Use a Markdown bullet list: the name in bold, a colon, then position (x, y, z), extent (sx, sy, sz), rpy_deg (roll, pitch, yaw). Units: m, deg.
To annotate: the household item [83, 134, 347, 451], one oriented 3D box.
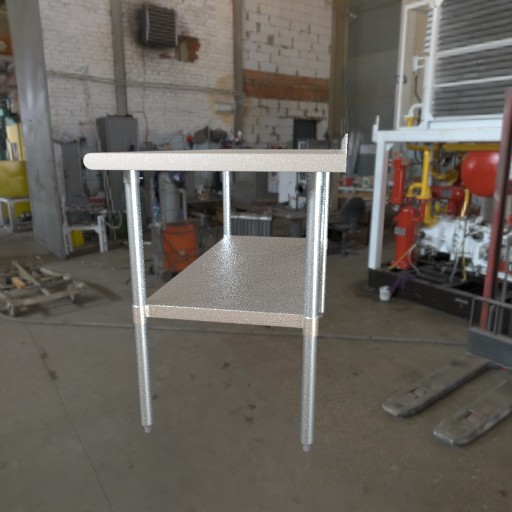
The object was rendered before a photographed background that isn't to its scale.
- **household item**: position (0.000, 0.000, 1.664), extent (0.610, 0.851, 1.219), rpy_deg (2, 14, 10)
